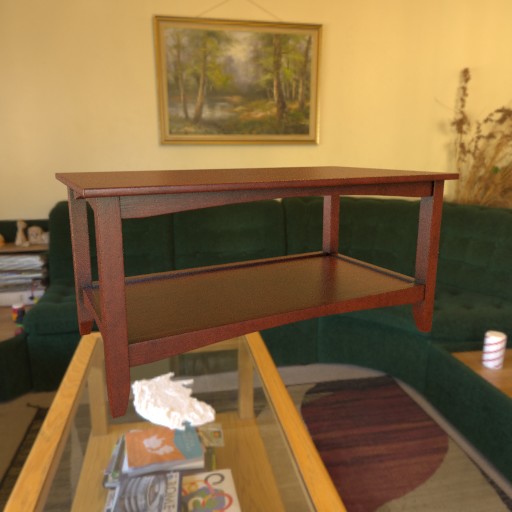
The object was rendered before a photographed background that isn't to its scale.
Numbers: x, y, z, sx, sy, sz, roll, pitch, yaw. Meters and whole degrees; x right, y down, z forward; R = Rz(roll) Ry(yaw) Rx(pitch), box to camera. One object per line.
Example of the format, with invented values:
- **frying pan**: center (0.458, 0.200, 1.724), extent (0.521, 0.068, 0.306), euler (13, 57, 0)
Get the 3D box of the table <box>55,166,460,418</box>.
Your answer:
- **table**: center (0.000, 0.000, 1.237), extent (0.943, 0.456, 0.533), euler (-7, 16, -28)
